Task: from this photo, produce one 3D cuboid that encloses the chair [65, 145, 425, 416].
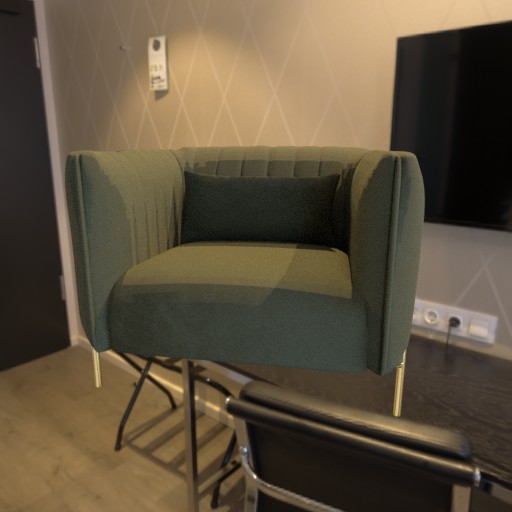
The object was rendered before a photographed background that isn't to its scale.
[{"bbox_3d":[0.000,0.000,1.644,1.032,0.794,0.877,2,14,10],"label":"chair"}]
